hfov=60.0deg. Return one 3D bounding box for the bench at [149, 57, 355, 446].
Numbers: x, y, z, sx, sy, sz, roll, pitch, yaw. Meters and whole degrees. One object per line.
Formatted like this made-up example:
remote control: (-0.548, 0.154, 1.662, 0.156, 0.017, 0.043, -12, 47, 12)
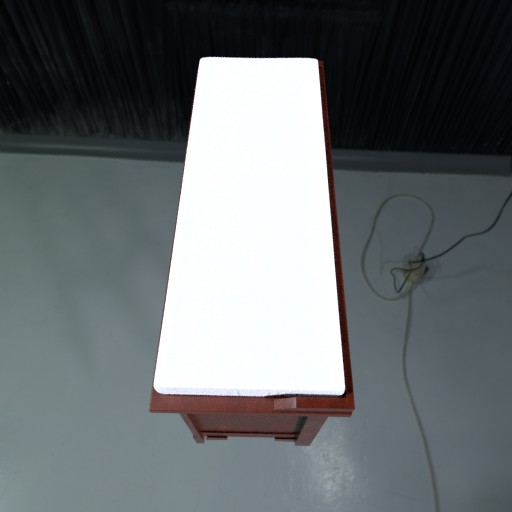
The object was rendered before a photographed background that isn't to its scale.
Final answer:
bench: (0.000, 0.000, 1.284, 0.369, 0.646, 0.987, 1, 58, 1)
